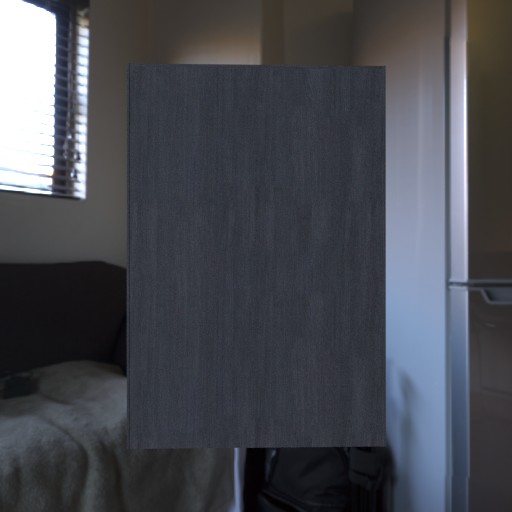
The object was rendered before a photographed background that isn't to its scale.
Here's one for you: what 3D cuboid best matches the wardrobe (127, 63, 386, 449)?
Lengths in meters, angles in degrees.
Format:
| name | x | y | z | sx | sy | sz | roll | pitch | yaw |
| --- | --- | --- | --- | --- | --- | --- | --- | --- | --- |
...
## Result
| name | x | y | z | sx | sy | sz | roll | pitch | yaw |
| --- | --- | --- | --- | --- | --- | --- | --- | --- | --- |
| wardrobe | 0.000 | 0.000 | 2.462 | 1.290 | 1.910 | 0.510 | 0 | 0 | -1 |
